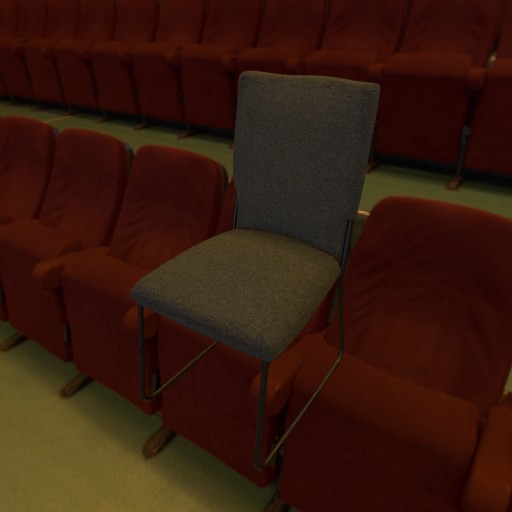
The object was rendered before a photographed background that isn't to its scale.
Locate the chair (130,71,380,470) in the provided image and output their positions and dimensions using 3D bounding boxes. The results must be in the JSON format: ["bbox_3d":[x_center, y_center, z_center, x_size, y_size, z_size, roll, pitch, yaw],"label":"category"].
[{"bbox_3d":[0.000,0.000,1.291,0.480,0.931,0.635,18,34,29],"label":"chair"}]
